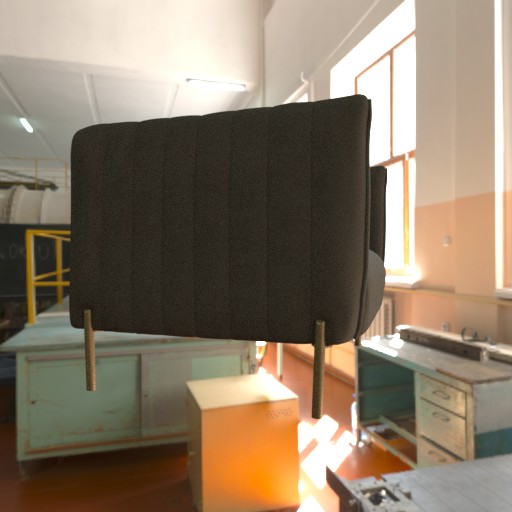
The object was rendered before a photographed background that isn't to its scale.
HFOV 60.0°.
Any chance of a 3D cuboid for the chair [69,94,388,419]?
[{"bbox_3d":[0.000,0.000,1.591,0.873,0.779,0.981,0,0,19],"label":"chair"}]
